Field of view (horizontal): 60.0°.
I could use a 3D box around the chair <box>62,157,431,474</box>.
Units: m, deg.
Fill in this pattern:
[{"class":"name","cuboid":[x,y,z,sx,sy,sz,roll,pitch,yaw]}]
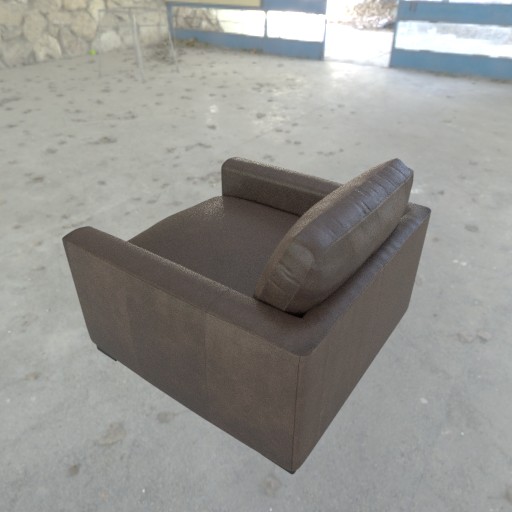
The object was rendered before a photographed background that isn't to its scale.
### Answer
[{"class":"chair","cuboid":[0.000,0.000,1.831,1.069,0.812,1.100,21,38,30]}]
